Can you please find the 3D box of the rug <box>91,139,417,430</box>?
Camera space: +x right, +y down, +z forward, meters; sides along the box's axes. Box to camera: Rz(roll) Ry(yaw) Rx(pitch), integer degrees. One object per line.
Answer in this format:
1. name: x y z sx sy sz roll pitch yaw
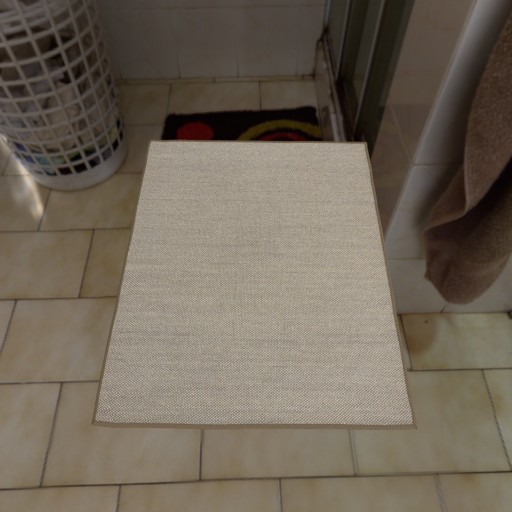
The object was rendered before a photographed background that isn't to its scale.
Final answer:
1. rug: 0.000 0.000 4.077 2.413 0.020 3.041 1 57 0
